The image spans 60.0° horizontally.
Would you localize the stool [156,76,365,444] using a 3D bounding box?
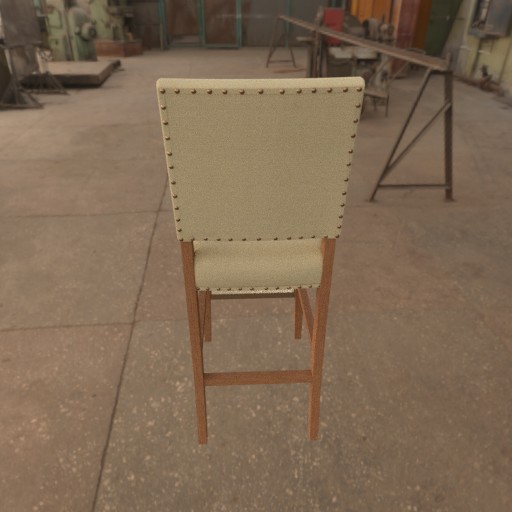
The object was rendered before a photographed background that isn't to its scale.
[{"bbox_3d":[0.000,0.000,1.443,0.445,1.168,0.584,-1,31,-2],"label":"stool"}]
